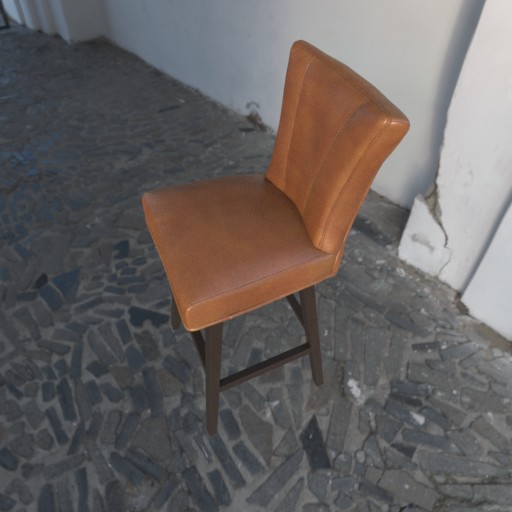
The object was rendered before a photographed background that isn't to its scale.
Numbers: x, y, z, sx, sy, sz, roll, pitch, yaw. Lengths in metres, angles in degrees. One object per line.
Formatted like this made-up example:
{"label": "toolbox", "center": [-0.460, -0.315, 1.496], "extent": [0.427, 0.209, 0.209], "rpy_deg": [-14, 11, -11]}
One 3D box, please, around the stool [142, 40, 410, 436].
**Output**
{"label": "stool", "center": [0.000, 0.000, 1.407], "extent": [0.585, 1.094, 0.522], "rpy_deg": [-16, 48, -16]}
